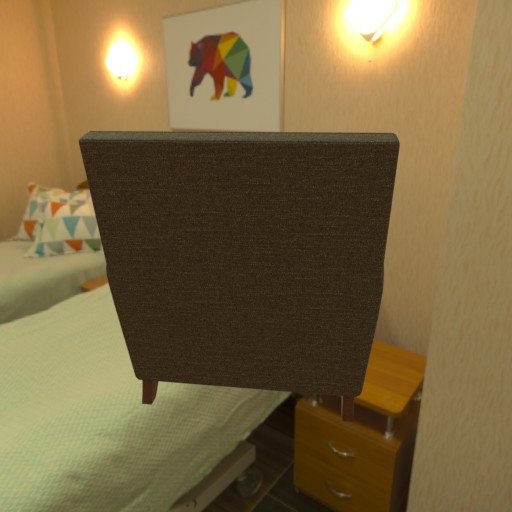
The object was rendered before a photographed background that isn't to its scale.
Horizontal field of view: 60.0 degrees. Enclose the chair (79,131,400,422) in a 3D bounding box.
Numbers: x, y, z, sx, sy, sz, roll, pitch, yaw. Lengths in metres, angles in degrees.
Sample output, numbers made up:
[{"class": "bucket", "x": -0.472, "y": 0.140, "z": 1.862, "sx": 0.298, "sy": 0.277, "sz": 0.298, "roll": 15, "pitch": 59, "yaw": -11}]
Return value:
[{"class": "chair", "x": 0.000, "y": 0.000, "z": 1.576, "sx": 0.838, "sy": 0.885, "sz": 0.875, "roll": 2, "pitch": 18, "yaw": 7}]
